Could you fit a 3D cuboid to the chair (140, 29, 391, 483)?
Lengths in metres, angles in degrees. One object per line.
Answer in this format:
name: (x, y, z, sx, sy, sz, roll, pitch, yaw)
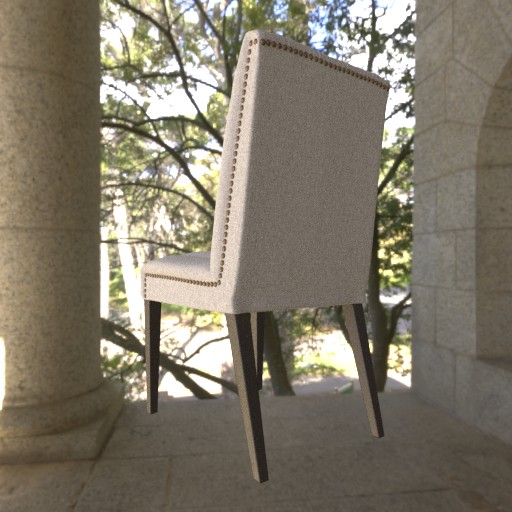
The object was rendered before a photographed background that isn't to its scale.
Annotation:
chair: (0.000, 0.000, 1.355, 0.511, 1.016, 0.647, 1, -1, -37)
